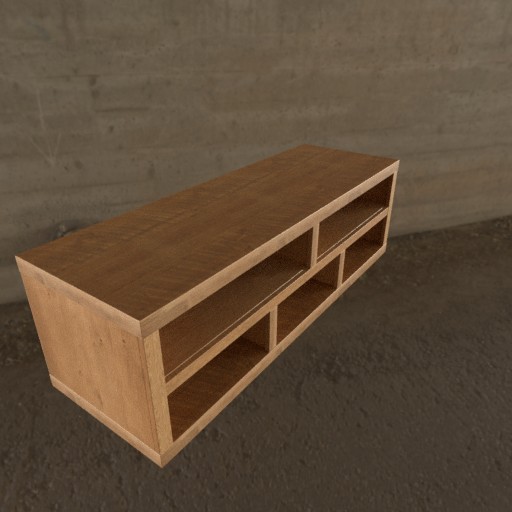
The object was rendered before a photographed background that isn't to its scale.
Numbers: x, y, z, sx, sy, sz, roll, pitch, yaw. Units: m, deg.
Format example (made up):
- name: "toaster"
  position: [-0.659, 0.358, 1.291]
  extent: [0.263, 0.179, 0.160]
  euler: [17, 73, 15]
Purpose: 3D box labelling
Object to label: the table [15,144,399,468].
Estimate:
- name: "table"
  position: [0.000, 0.000, 1.699]
  extent: [0.499, 0.491, 1.499]
  euler: [19, 33, 31]
